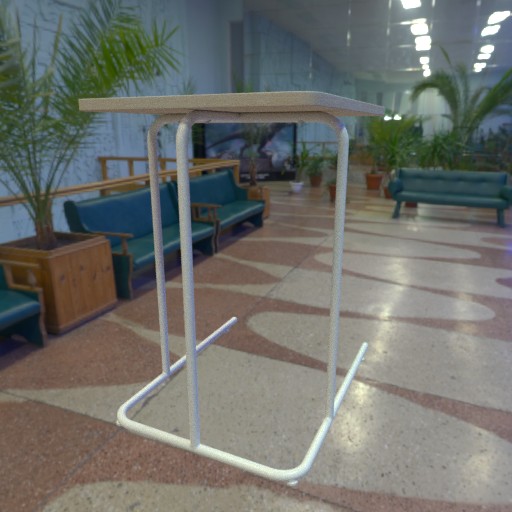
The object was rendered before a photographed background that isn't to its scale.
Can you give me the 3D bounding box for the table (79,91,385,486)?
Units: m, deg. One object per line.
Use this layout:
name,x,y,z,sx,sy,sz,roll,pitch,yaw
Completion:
table,0.000,0.000,0.849,0.370,0.550,0.480,7,18,24
